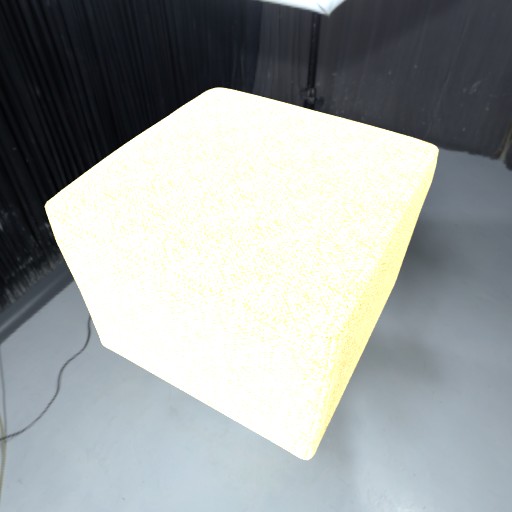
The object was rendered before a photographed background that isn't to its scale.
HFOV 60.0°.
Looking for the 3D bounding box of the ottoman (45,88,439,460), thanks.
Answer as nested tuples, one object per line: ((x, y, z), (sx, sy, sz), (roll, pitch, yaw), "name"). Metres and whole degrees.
((0.000, 0.000, 0.890), (0.512, 0.441, 0.505), (22, 50, 20), "ottoman")
